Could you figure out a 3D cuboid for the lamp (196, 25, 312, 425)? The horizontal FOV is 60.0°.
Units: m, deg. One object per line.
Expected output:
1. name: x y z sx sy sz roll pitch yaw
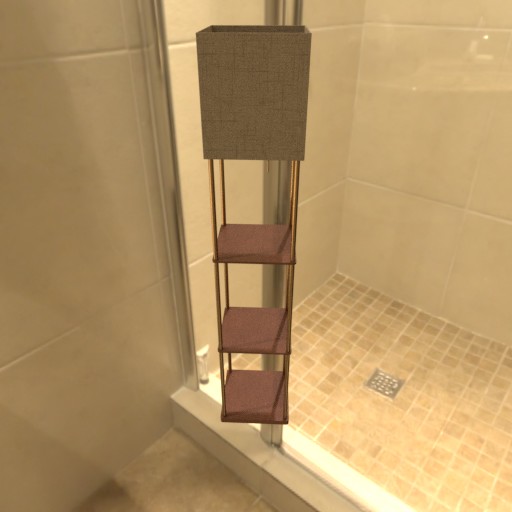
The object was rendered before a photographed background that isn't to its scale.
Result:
1. lamp: 0.000 0.000 1.715 0.310 1.569 0.308 1 31 2
